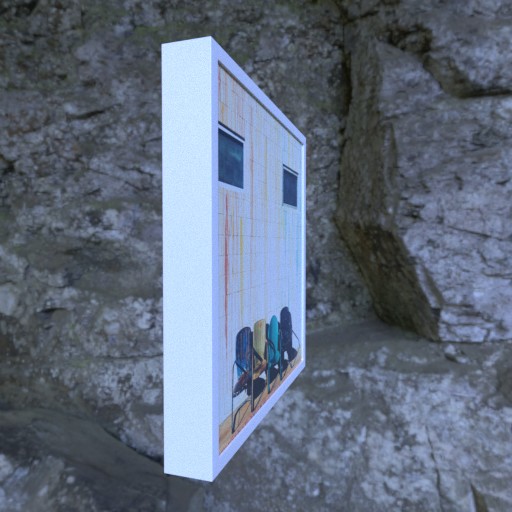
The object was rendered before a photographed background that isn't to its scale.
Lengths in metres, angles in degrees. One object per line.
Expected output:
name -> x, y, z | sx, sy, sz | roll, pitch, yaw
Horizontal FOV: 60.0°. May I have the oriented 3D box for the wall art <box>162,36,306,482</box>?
wall art -> 0.000, 0.000, 0.453 | 0.038, 0.305, 0.305 | 1, 2, 18
